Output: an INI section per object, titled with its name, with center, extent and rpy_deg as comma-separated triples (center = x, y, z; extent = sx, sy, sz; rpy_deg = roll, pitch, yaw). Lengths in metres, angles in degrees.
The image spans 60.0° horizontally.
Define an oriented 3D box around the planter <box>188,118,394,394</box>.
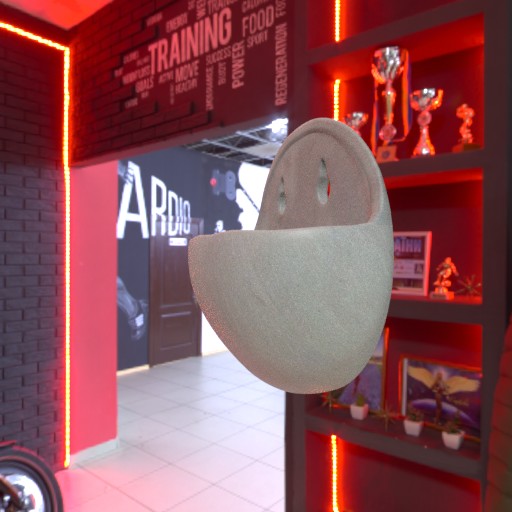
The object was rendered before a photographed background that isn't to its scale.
[planter]
center = 0.000, 0.000, 0.269
extent = 0.073, 0.164, 0.190
rpy_deg = 0, 0, -18
